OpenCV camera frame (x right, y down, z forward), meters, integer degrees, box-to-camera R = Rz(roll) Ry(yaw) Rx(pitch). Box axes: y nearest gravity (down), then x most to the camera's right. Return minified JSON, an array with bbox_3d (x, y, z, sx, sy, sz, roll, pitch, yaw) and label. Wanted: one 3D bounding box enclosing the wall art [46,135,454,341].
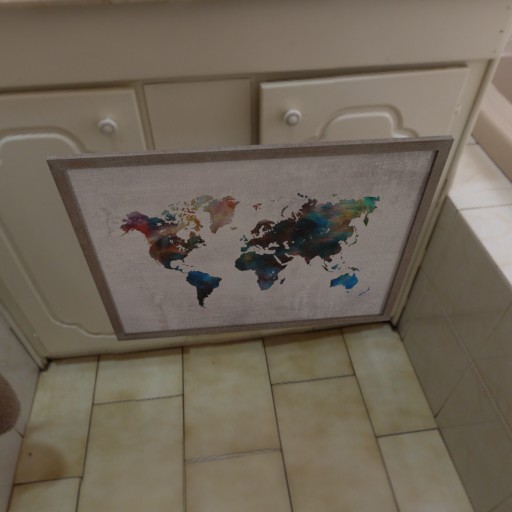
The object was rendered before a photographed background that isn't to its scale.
[{"bbox_3d":[0.000,0.000,1.378,1.012,0.774,0.019,-4,46,-4],"label":"wall art"}]
